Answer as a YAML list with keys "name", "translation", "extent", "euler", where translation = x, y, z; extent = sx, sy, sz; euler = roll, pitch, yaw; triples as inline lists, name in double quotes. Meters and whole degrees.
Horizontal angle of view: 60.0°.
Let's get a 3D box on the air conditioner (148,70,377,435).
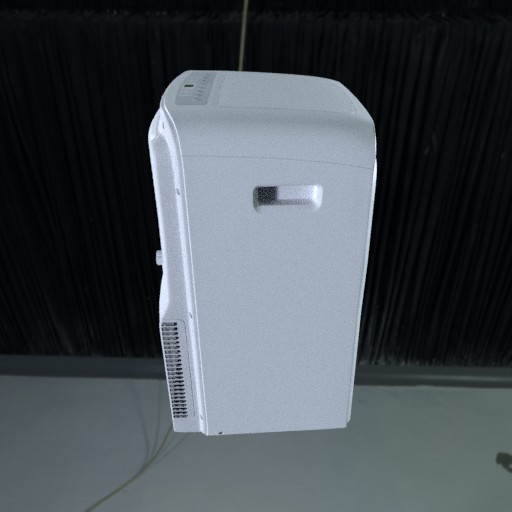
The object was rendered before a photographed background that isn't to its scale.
- name: "air conditioner"
  translation: [0.000, 0.000, 1.044]
  extent: [0.467, 0.765, 0.478]
  euler: [-1, 32, -1]
